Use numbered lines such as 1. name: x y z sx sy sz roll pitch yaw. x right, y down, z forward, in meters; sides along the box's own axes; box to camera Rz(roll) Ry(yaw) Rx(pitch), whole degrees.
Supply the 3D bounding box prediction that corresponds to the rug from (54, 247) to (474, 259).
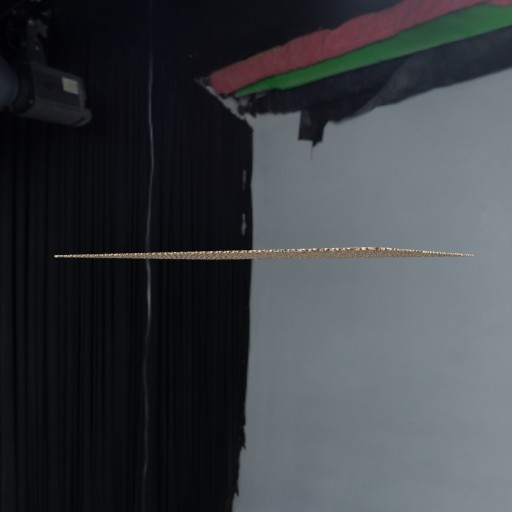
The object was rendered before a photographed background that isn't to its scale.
1. rug: 0.000 0.000 2.293 1.828 0.008 1.219 -1 -2 38
